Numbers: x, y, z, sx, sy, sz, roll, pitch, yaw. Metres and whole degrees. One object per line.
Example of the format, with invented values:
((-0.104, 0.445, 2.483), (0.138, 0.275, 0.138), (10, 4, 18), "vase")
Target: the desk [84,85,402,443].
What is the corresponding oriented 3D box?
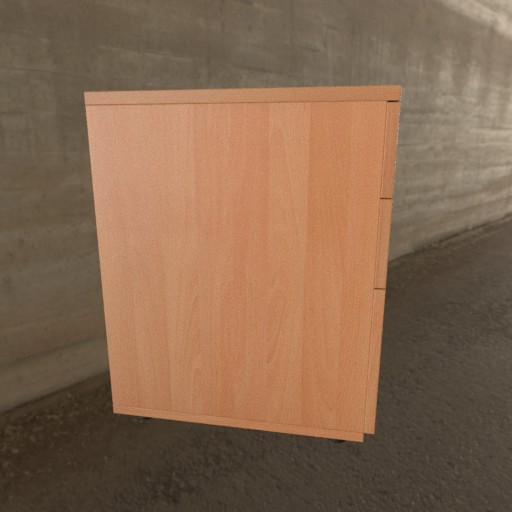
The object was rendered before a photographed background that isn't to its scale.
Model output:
((0.000, 0.000, 1.085), (0.600, 0.730, 0.404), (3, 15, 10), "desk")
